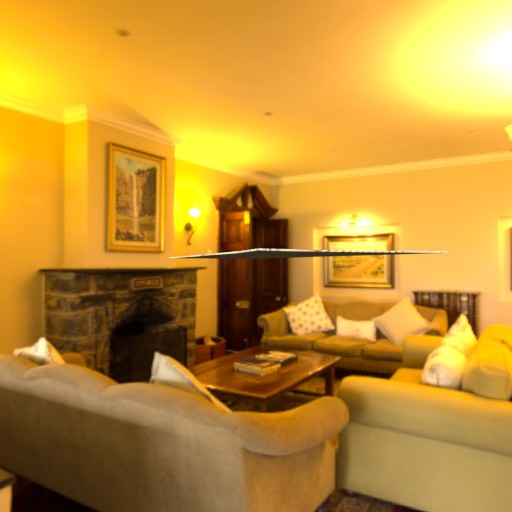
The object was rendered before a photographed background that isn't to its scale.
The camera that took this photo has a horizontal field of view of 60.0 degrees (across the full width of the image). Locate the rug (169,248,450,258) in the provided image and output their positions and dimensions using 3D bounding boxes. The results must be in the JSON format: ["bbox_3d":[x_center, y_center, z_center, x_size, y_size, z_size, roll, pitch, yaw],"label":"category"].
[{"bbox_3d":[0.000,0.000,2.708,0.771,0.009,2.443,0,-1,-18],"label":"rug"}]
